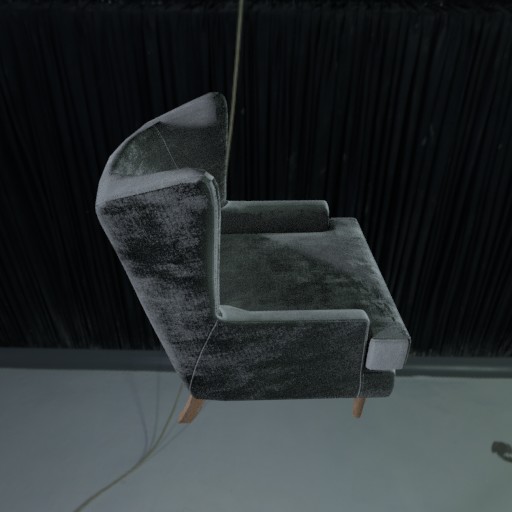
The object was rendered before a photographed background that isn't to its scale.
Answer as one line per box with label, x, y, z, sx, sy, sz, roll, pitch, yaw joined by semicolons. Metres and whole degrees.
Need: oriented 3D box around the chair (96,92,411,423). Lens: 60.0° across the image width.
chair;0.000;0.000;1.572;0.906;0.950;0.784;-1;33;-1
